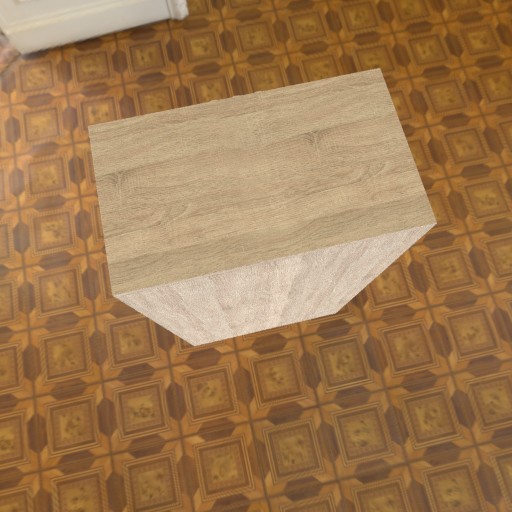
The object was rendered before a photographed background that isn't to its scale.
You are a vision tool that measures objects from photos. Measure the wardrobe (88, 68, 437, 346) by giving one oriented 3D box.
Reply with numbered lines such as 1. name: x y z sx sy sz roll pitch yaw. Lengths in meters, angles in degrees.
1. wardrobe: 0.000 0.000 2.348 1.000 1.960 0.600 -13 74 -4
